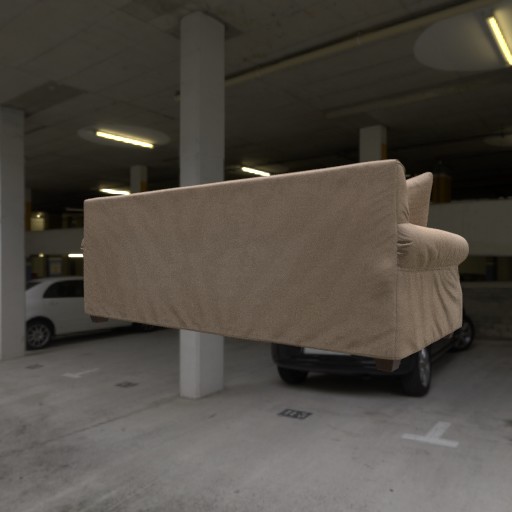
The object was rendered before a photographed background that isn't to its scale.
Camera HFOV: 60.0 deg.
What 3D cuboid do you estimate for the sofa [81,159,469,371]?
[{"bbox_3d":[0.000,0.000,2.752,2.285,0.904,1.067,0,0,37],"label":"sofa"}]
